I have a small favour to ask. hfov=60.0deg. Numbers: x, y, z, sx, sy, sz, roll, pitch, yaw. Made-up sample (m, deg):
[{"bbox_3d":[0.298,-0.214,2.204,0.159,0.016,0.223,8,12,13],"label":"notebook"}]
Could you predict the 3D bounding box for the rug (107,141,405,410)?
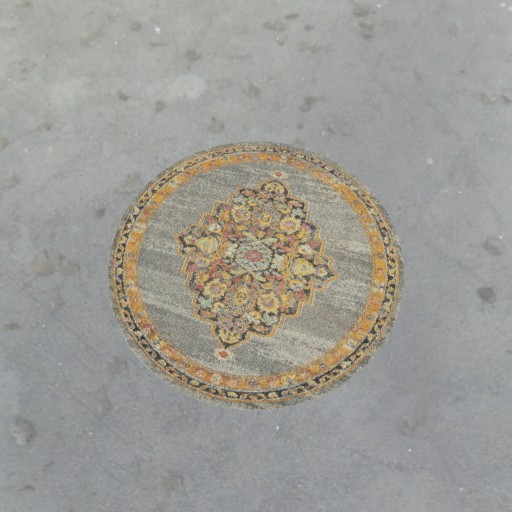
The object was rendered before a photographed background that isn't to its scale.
[{"bbox_3d":[0.000,0.000,3.586,2.382,0.014,2.382,0,63,0],"label":"rug"}]
